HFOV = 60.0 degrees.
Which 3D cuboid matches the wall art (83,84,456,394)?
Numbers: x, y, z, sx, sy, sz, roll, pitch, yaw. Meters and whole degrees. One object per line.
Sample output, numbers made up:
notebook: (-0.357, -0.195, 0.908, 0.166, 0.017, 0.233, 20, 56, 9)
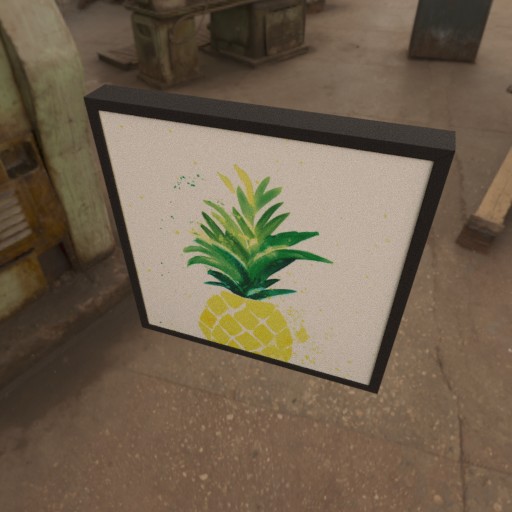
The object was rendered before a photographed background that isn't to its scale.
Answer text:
wall art: (0.000, 0.000, 0.457, 0.305, 0.304, 0.033, 13, 42, 14)
